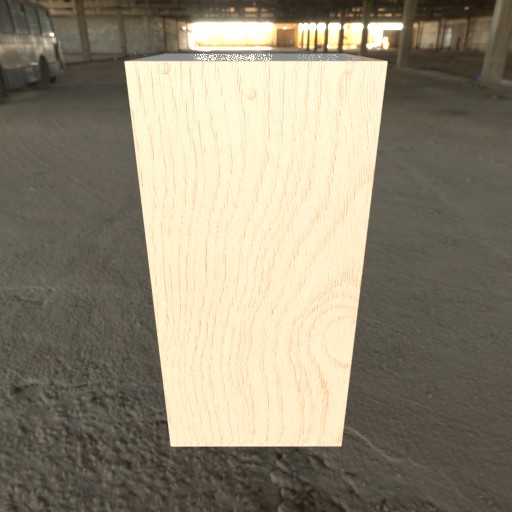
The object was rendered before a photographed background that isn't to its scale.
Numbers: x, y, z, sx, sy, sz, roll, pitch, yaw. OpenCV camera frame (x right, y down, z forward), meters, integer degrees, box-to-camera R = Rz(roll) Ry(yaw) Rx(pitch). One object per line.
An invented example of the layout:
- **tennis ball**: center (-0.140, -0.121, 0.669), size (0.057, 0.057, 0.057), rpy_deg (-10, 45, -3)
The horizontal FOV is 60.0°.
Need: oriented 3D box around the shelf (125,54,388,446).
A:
- **shelf**: center (0.000, 0.000, 0.731), size (0.290, 0.600, 0.250), rpy_deg (0, 26, 0)
